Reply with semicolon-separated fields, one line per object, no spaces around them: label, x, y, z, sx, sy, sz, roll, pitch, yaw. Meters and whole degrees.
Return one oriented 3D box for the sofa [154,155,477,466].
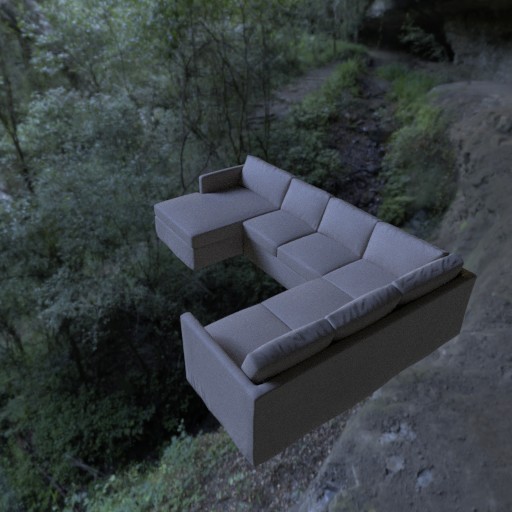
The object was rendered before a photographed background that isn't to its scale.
sofa;0.000;0.000;4.677;2.476;0.878;3.528;-20;38;-29
